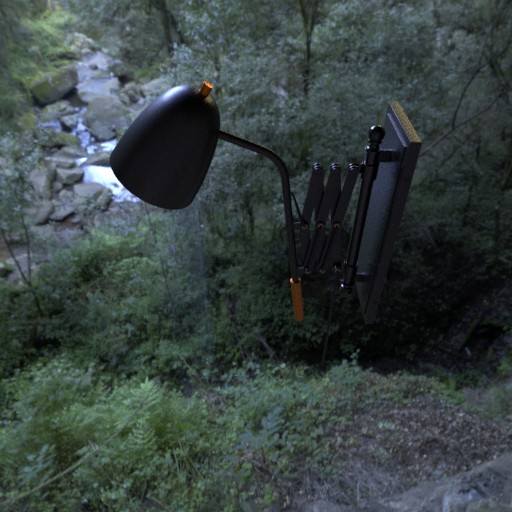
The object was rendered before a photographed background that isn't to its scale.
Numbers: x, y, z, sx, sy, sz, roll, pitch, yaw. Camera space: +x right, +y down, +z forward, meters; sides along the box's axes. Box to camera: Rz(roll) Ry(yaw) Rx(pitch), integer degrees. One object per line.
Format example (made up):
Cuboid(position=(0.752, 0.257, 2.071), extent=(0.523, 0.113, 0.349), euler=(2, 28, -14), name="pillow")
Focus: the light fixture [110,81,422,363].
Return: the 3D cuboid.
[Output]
Cuboid(position=(0.000, 0.000, 0.918), extent=(0.499, 0.715, 0.162), euler=(0, 42, 0), name="light fixture")
